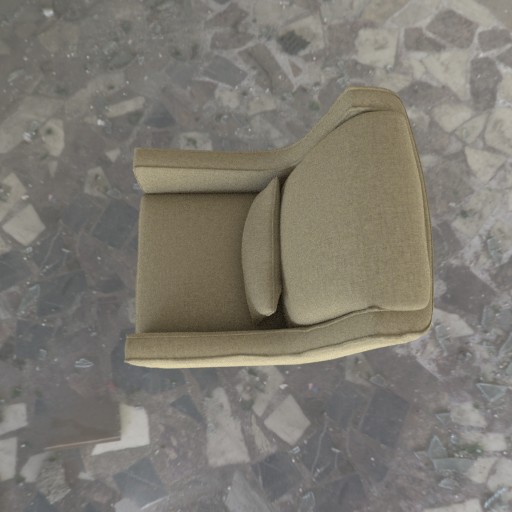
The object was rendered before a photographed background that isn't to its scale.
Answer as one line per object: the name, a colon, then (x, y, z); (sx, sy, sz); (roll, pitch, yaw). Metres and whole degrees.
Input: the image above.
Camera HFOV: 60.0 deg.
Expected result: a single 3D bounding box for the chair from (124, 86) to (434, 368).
chair: (0.000, 0.000, 1.560); (0.879, 0.993, 0.732); (-2, 75, 0)
